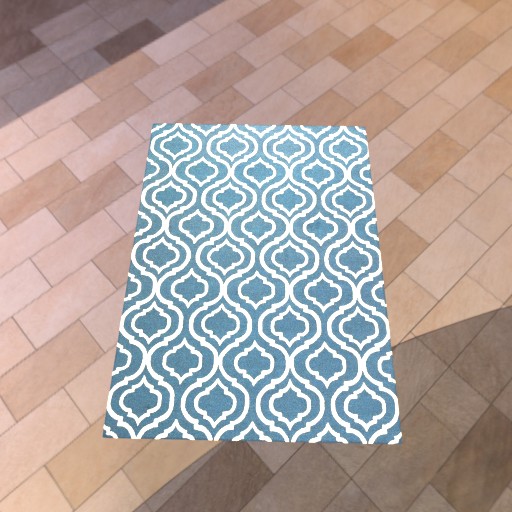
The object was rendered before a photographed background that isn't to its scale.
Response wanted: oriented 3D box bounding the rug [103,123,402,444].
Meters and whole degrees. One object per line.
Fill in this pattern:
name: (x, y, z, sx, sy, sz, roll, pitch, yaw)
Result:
rug: (0.000, 0.000, 4.341, 2.438, 0.010, 3.353, 1, 64, 1)
